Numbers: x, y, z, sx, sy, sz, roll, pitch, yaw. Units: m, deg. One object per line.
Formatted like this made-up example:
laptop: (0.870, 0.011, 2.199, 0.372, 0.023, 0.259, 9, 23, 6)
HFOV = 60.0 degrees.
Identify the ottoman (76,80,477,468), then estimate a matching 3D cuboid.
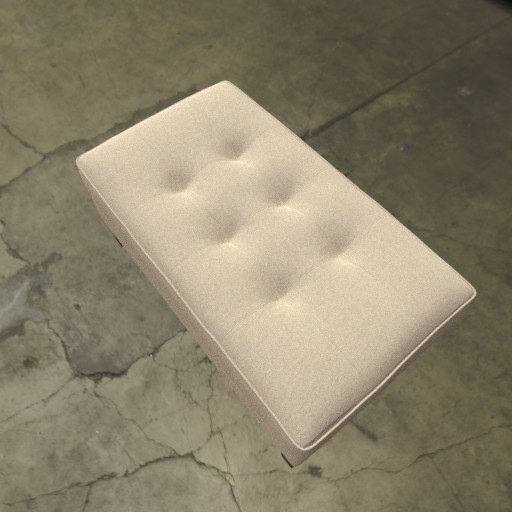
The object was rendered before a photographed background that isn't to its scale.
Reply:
ottoman: (0.000, 0.000, 1.470, 0.648, 0.508, 1.143, -34, 64, -19)
